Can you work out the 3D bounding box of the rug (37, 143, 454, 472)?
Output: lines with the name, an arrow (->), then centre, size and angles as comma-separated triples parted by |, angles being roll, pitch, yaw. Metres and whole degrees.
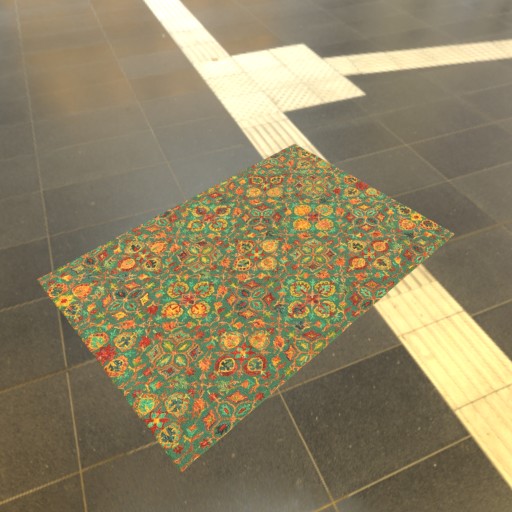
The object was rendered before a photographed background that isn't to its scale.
rug -> 0.000, 0.000, 2.892 | 2.290, 0.016, 1.527 | -33, 55, -28
